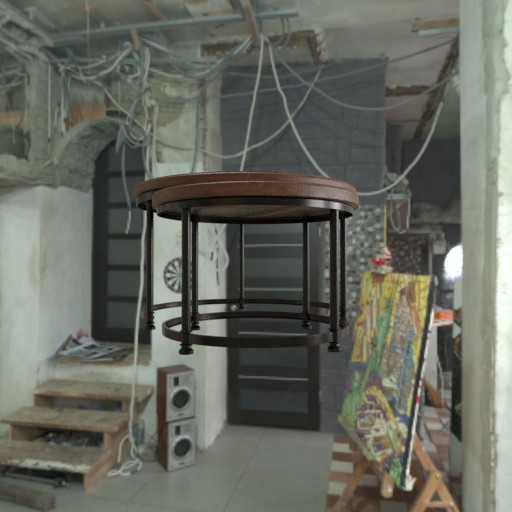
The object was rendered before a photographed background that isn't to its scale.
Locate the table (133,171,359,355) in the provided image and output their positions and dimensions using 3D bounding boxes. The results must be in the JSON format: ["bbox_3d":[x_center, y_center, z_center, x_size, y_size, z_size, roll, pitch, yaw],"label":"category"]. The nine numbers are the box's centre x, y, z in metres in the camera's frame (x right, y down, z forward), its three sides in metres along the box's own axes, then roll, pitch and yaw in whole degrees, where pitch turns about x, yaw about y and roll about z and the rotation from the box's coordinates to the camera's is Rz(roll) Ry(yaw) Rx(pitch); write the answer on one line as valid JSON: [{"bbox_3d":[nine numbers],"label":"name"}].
[{"bbox_3d":[0.000,0.000,1.649,0.870,0.516,1.152,0,0,-17],"label":"table"}]
